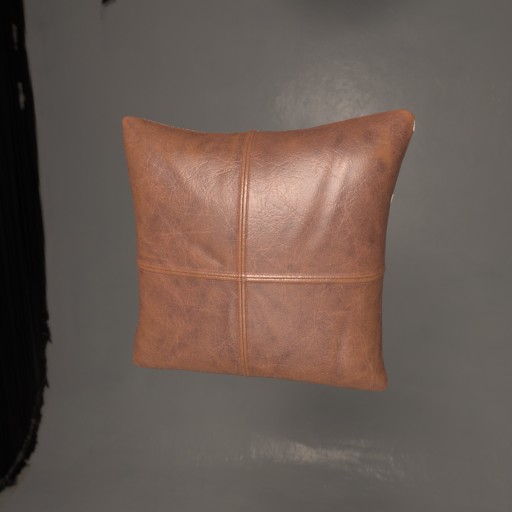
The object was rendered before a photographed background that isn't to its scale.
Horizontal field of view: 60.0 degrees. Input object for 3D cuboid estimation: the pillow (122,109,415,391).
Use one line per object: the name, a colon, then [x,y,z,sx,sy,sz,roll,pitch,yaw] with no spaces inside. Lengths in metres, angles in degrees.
pillow: [0.000,0.000,0.753,0.484,0.470,0.192,2,14,10]
